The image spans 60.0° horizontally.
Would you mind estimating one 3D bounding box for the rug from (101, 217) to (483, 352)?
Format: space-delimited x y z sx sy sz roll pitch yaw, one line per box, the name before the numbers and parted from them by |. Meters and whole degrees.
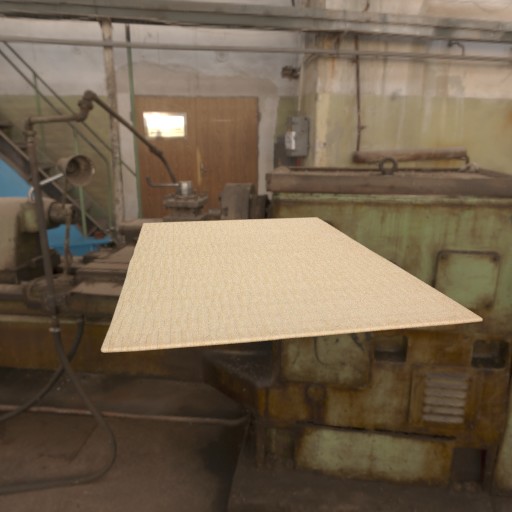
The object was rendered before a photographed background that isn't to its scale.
rug | 0.000 0.000 2.247 1.238 0.014 1.848 -3 16 -10
